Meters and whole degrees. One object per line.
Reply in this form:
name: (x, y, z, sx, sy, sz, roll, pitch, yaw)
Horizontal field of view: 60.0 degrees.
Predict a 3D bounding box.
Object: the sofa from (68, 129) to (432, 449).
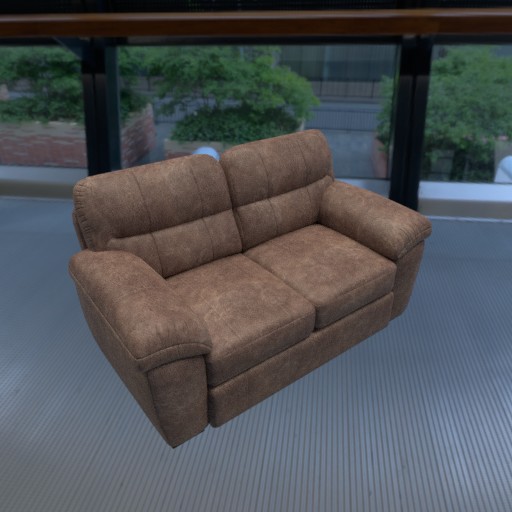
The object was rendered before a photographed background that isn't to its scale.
sofa: (0.000, 0.000, 2.373, 1.753, 0.991, 0.991, -21, 36, -31)
